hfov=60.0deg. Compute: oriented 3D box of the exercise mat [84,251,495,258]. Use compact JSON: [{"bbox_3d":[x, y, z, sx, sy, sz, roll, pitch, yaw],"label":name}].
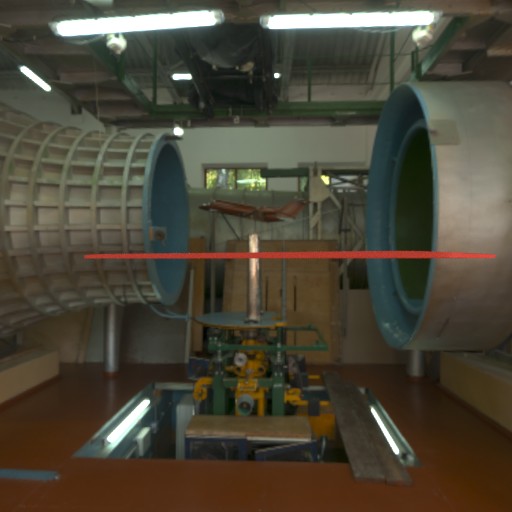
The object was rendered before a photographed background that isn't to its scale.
[{"bbox_3d":[0.000,0.000,2.015,1.869,0.021,0.616,0,0,37],"label":"exercise mat"}]
